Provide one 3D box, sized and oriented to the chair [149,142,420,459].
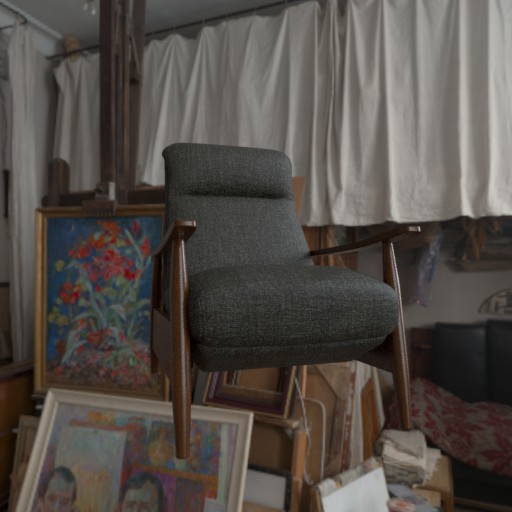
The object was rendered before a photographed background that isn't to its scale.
[{"bbox_3d":[0.000,0.000,1.737,0.762,1.082,1.014,0,-1,-17],"label":"chair"}]
